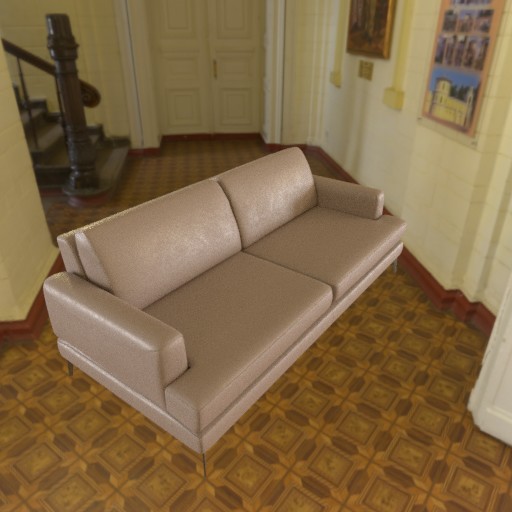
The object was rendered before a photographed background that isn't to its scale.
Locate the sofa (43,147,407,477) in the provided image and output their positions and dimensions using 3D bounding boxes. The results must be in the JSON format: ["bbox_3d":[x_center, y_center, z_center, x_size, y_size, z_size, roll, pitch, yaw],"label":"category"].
[{"bbox_3d":[0.000,0.000,2.384,0.974,0.765,1.940,20,34,32],"label":"sofa"}]
